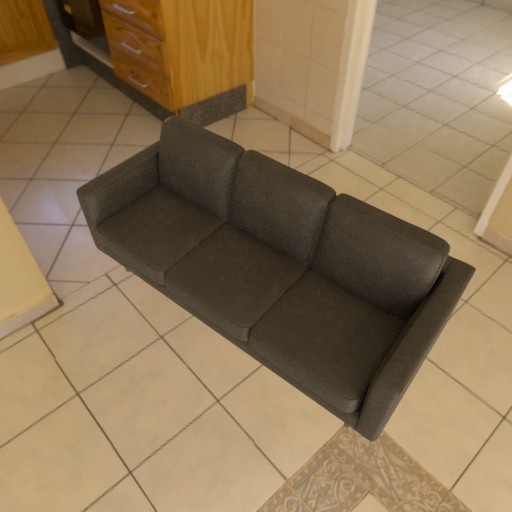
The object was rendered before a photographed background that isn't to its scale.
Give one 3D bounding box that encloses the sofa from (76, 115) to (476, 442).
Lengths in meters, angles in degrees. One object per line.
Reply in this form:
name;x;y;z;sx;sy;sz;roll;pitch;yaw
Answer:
sofa;0.000;0.000;2.496;2.029;0.899;0.879;30;54;25
